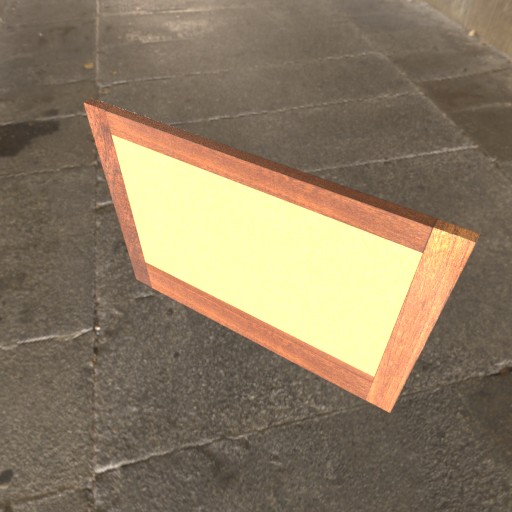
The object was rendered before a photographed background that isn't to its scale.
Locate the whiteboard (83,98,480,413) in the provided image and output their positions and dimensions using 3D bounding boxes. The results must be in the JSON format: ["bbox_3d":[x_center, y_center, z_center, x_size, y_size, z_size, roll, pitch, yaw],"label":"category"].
[{"bbox_3d":[0.000,0.000,0.996,0.783,0.559,0.083,24,51,21],"label":"whiteboard"}]
